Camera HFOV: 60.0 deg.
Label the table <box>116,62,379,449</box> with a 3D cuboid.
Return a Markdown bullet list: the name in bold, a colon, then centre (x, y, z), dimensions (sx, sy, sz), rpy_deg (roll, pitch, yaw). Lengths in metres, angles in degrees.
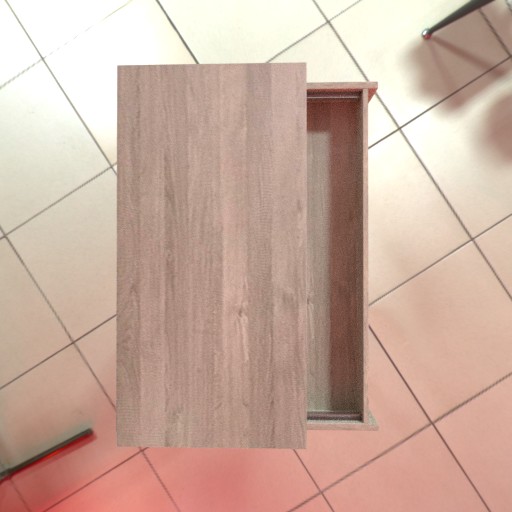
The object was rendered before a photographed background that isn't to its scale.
- **table**: centre (0.000, 0.000, 1.433), dimensions (0.712, 0.570, 1.000), rpy_deg (0, 90, 2)
